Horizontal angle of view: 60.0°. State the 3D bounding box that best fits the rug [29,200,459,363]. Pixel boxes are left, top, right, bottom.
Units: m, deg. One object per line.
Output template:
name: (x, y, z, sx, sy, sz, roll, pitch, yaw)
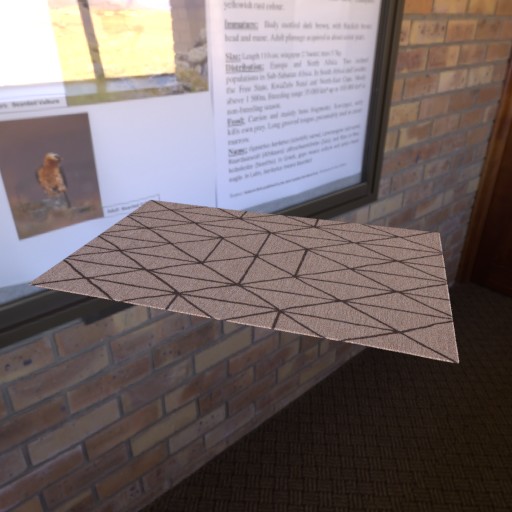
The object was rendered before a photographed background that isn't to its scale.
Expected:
rug: (0.000, 0.000, 3.055, 2.465, 0.008, 1.526, 8, 29, 15)
